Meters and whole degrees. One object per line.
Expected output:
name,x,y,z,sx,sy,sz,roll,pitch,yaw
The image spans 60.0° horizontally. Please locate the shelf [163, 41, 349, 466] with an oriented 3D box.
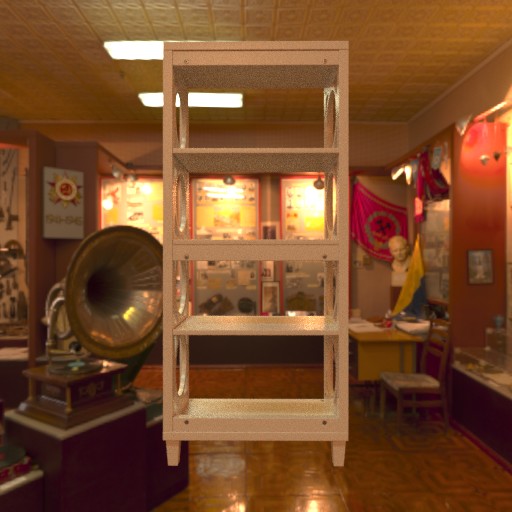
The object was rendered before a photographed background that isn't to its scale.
shelf,0.000,0.000,1.625,0.611,1.411,0.340,0,0,0
